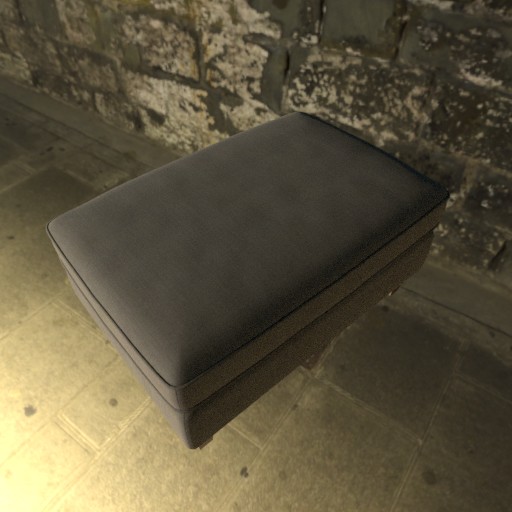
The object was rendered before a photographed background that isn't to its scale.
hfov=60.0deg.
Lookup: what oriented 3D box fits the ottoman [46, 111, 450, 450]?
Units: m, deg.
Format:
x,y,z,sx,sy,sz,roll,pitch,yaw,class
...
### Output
x,y,z,sx,sy,sz,roll,pitch,yaw,class
0.000,0.000,1.313,0.941,0.480,0.636,-31,54,-27,ottoman
